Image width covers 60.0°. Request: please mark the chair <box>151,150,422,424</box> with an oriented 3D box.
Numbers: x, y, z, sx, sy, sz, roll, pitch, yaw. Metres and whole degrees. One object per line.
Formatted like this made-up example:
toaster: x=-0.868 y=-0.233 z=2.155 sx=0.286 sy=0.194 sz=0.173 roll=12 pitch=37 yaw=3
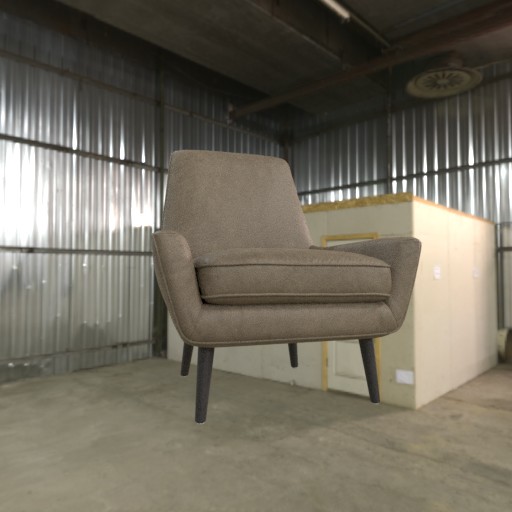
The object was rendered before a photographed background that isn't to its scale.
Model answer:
chair: x=0.000 y=0.000 z=1.556 sx=0.787 sy=0.888 sz=0.824 roll=0 pitch=-2 yaw=-18
